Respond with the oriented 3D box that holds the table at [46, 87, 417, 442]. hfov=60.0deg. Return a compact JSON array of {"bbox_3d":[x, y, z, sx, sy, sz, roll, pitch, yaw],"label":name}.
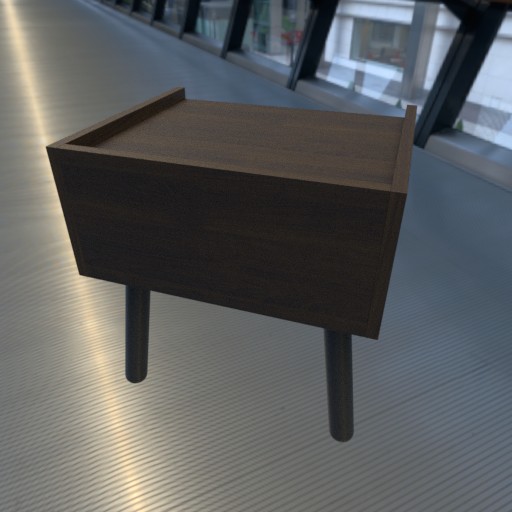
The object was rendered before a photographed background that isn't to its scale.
[{"bbox_3d":[0.000,0.000,0.787,0.450,0.470,0.370,10,34,15],"label":"table"}]
